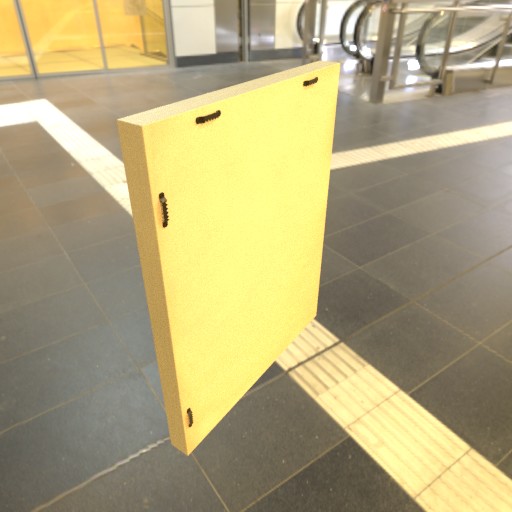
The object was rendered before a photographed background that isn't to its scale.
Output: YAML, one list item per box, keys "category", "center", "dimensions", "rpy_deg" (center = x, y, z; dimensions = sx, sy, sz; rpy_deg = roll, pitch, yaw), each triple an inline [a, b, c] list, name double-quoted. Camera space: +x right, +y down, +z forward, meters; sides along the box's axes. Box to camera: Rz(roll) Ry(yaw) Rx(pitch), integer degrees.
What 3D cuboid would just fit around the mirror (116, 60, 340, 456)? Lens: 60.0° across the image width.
- category: "mirror"
  center: [0.000, 0.000, 0.691]
  dimensions: [0.041, 0.509, 0.406]
  rpy_deg: [21, 38, 29]
